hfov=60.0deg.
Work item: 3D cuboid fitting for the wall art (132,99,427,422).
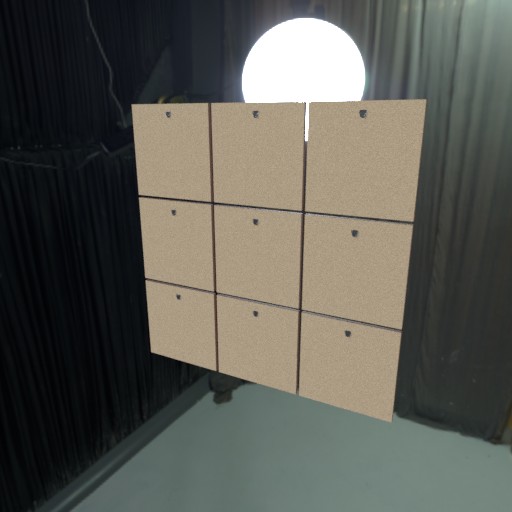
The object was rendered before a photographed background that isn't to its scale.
[{"bbox_3d":[0.000,0.000,1.379,0.906,0.904,0.018,9,19,26],"label":"wall art"}]
